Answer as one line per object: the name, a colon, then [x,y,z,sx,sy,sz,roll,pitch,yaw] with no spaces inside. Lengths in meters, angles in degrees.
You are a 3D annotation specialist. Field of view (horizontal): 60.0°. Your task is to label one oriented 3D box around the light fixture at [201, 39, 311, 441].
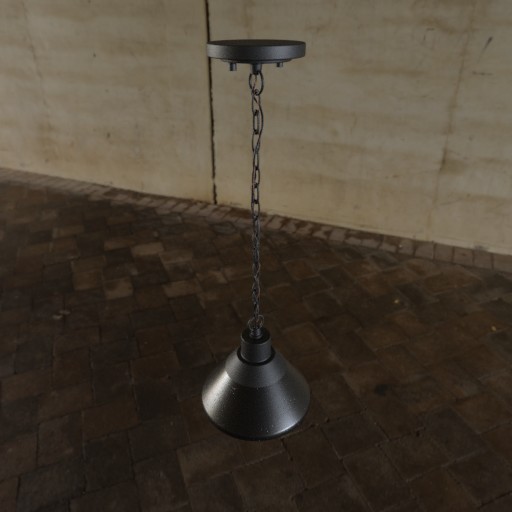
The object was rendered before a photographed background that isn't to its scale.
light fixture: [0.000,0.000,0.676,0.201,0.588,0.201,-18,34,-30]
